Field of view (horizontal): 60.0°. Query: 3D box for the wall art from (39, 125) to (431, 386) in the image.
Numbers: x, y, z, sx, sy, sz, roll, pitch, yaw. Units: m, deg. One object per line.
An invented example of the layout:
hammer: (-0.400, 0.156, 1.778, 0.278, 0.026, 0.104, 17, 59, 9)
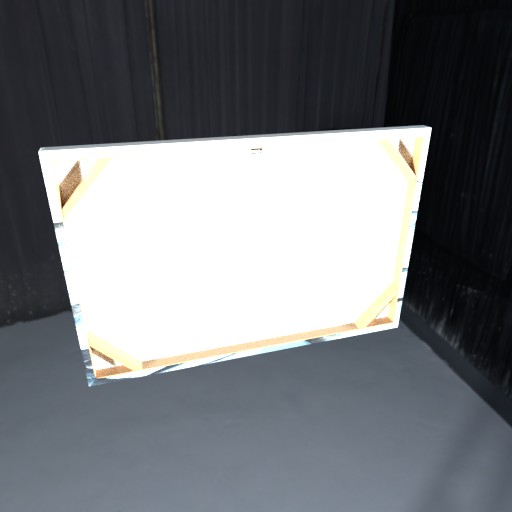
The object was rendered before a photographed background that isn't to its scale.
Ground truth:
wall art: (0.000, 0.000, 1.147, 0.914, 0.609, 0.039, -8, 27, -15)
